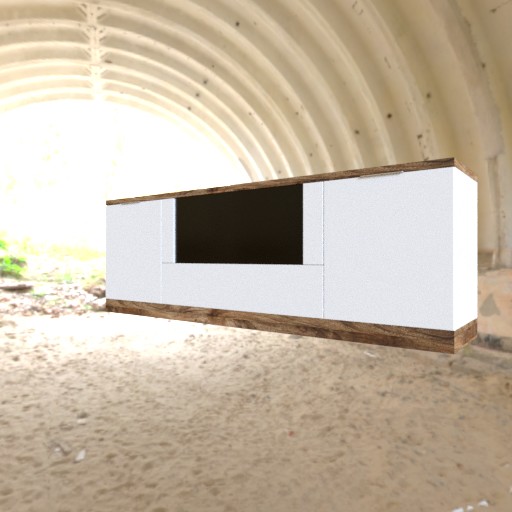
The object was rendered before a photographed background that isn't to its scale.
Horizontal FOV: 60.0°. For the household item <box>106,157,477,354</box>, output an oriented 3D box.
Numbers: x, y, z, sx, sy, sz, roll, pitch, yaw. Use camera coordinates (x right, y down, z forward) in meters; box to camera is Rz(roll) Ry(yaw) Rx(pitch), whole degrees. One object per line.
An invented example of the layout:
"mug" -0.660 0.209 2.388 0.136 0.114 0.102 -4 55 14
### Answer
"household item" 0.000 0.000 2.059 1.800 0.615 0.390 0 0 36
